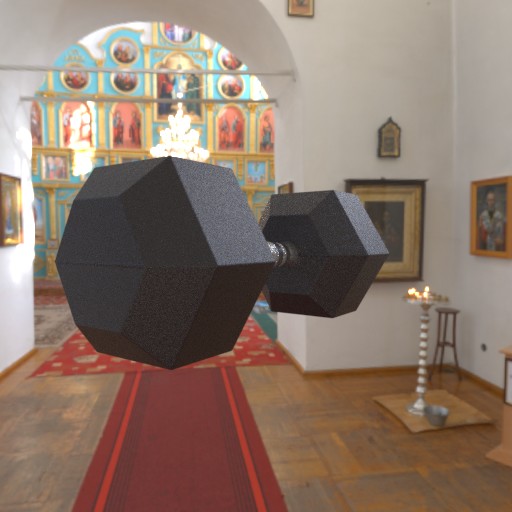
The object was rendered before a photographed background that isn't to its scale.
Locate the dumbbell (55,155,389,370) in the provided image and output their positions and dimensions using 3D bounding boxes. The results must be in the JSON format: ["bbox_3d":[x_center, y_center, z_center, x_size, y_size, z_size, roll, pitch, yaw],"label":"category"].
[{"bbox_3d":[0.000,0.000,0.329,0.122,0.106,0.271,1,2,36],"label":"dumbbell"}]
